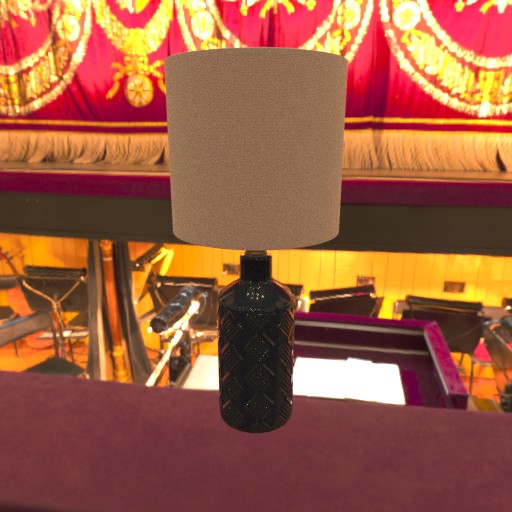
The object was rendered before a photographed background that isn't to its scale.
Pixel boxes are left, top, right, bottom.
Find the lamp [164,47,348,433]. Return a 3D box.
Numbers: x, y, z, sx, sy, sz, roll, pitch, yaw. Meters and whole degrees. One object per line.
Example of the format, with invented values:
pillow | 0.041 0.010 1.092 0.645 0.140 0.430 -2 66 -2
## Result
lamp | 0.000 0.000 0.572 0.207 0.461 0.207 2 16 8
